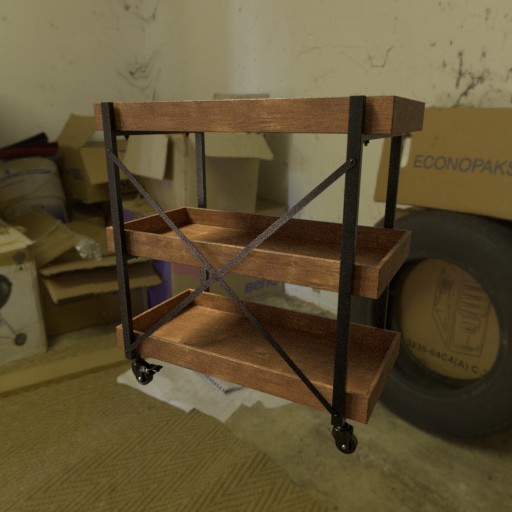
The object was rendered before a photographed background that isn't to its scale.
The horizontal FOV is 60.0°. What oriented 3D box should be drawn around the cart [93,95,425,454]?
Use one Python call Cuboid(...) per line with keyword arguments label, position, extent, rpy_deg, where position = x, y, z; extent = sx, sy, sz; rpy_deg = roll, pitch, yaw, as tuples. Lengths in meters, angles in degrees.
Cuboid(label="cart", position=(0.000, 0.000, 1.222), extent=(0.750, 0.800, 0.411), rpy_deg=(9, 19, 27))
